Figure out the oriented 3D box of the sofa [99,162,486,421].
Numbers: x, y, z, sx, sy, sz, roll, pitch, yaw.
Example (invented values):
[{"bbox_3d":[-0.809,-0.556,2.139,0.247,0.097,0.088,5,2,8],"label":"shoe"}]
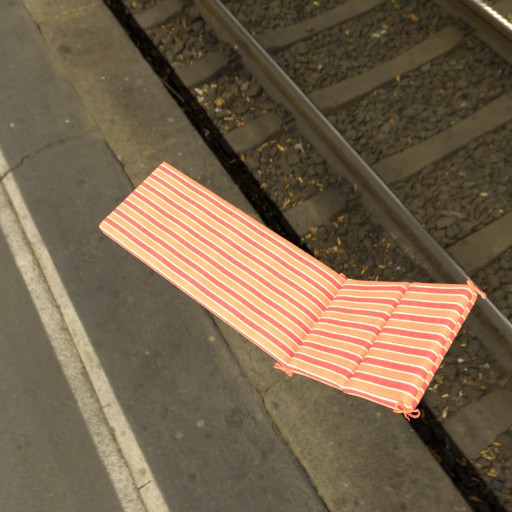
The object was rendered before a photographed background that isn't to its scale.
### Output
[{"bbox_3d":[0.000,0.000,1.949,1.663,0.622,0.582,34,69,15],"label":"sofa"}]
